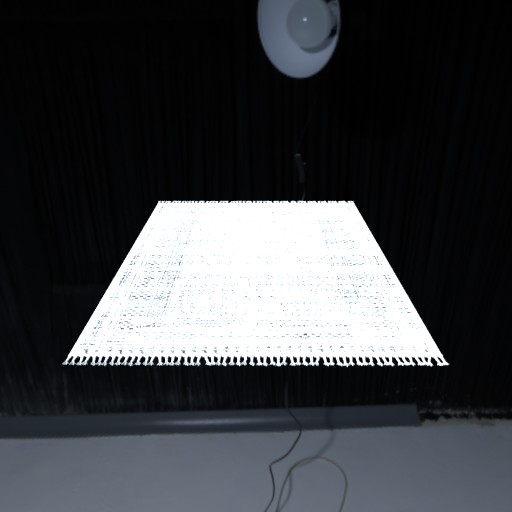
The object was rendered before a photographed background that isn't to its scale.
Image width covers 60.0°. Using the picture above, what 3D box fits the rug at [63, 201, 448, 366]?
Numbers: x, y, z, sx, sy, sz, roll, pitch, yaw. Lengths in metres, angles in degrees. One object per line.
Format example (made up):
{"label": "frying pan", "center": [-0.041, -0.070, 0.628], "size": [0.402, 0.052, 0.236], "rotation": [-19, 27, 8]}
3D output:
{"label": "rug", "center": [0.000, 0.000, 3.942], "size": [2.312, 0.013, 2.940], "rotation": [0, 26, 0]}
